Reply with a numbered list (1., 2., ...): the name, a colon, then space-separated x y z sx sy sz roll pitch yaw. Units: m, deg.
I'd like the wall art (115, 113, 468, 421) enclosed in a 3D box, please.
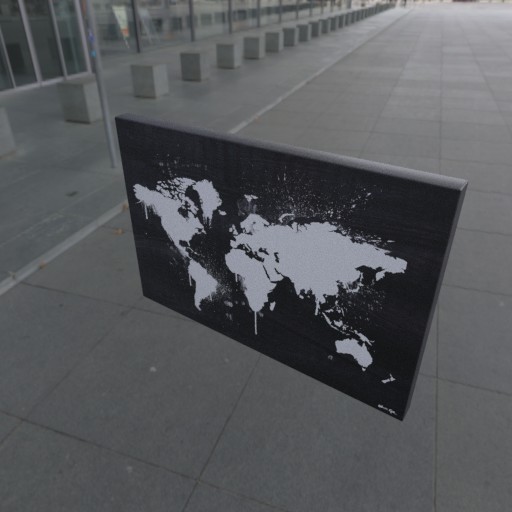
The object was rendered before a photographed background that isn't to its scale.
1. wall art: 0.000 0.000 0.783 0.610 0.409 0.038 20 36 29
